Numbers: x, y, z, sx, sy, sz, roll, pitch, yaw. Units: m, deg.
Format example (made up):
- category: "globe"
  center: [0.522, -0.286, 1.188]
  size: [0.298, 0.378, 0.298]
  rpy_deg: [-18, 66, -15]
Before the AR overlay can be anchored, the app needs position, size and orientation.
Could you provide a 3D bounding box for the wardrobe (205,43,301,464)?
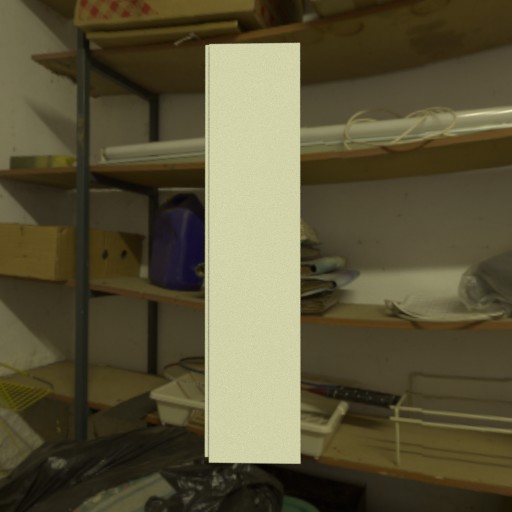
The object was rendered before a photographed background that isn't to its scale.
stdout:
- category: "wardrobe"
  center: [0.000, 0.000, 3.992]
  size: [0.580, 2.360, 3.000]
  rpy_deg: [0, -1, 2]
